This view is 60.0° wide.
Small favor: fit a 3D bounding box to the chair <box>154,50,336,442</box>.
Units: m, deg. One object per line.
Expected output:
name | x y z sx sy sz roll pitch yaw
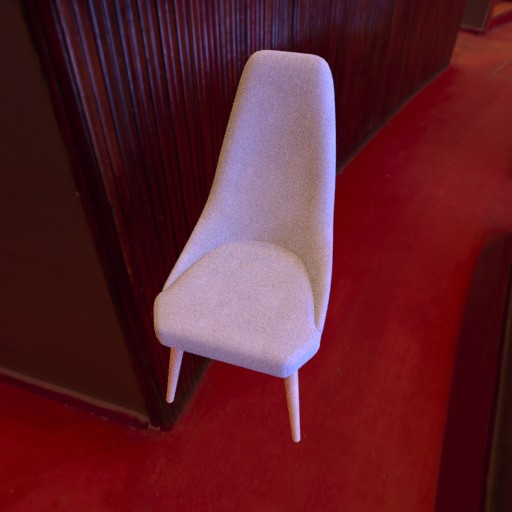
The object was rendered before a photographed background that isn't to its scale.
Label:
chair | 0.000 0.000 1.399 0.510 1.040 0.660 12 43 13
